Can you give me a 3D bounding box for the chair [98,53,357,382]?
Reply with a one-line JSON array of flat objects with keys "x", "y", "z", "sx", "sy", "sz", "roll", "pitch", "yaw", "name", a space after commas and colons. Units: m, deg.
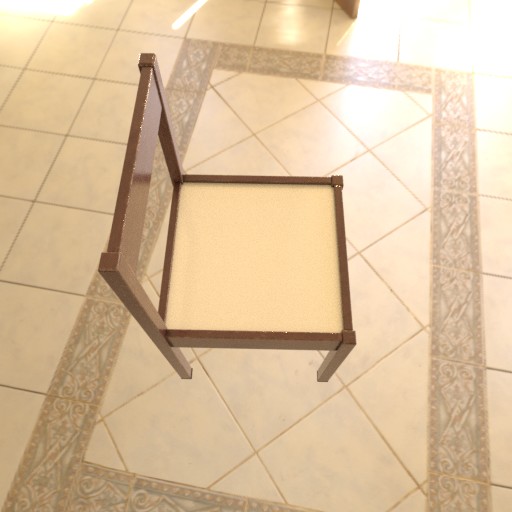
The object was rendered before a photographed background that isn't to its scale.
[{"x": 0.000, "y": 0.000, "z": 0.687, "sx": 0.285, "sy": 0.505, "sz": 0.285, "roll": 1, "pitch": 64, "yaw": 1, "name": "chair"}]
